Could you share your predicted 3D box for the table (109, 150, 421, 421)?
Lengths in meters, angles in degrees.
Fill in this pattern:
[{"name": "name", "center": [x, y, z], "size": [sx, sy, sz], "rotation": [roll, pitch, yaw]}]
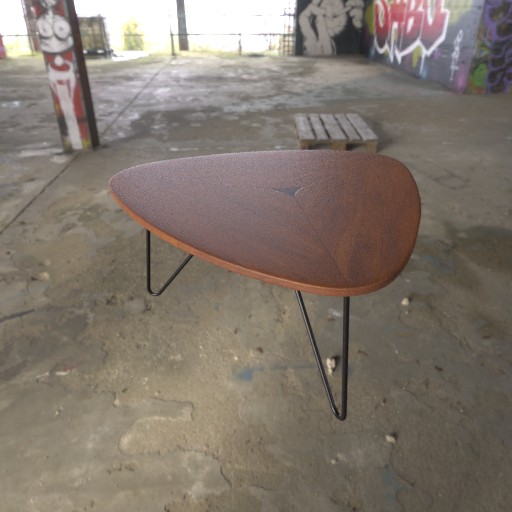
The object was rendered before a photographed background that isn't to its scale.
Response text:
[{"name": "table", "center": [0.000, 0.000, 1.258], "size": [0.821, 0.413, 0.833], "rotation": [8, 31, 15]}]
